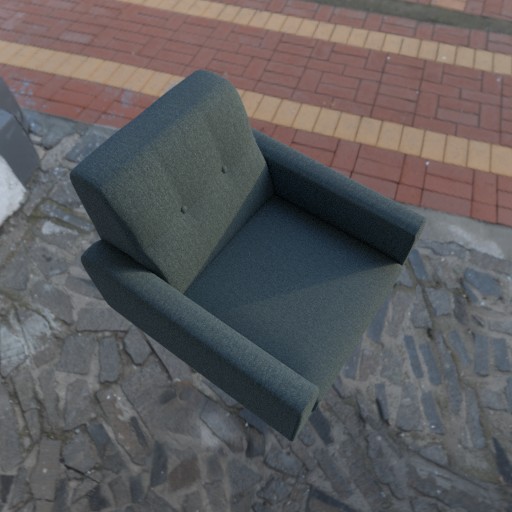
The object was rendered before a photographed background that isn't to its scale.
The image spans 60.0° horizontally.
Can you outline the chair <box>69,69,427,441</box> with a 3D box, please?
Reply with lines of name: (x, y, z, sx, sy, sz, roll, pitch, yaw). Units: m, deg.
chair: (0.000, 0.000, 1.693, 0.964, 0.940, 0.880, 31, 63, 18)
